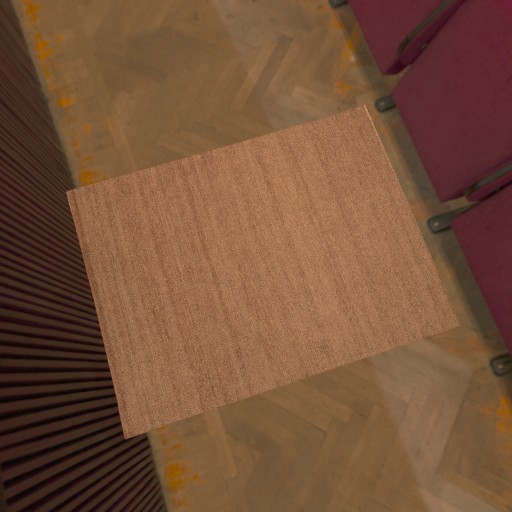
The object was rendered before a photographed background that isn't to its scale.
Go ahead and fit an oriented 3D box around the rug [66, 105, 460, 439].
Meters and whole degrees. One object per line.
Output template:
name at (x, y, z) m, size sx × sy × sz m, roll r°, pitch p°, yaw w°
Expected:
rug at (0.000, 0.000, 5.014) m, size 3.778 × 0.053 × 2.873 m, roll -17°, pitch 76°, yaw -4°
